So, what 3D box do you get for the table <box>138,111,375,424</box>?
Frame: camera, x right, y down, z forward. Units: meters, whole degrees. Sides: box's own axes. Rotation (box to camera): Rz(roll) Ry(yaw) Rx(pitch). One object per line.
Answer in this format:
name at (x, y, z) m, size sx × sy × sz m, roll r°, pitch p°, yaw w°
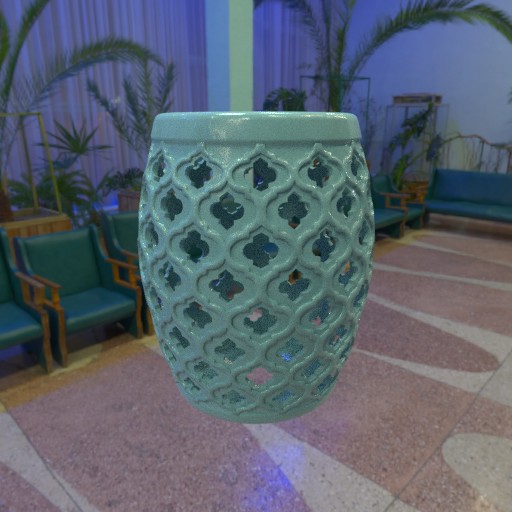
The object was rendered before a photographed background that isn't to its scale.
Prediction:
table at (0.000, 0.000, 0.635) m, size 0.325 × 0.388 × 0.325 m, roll 0°, pitch 17°, yaw 0°
